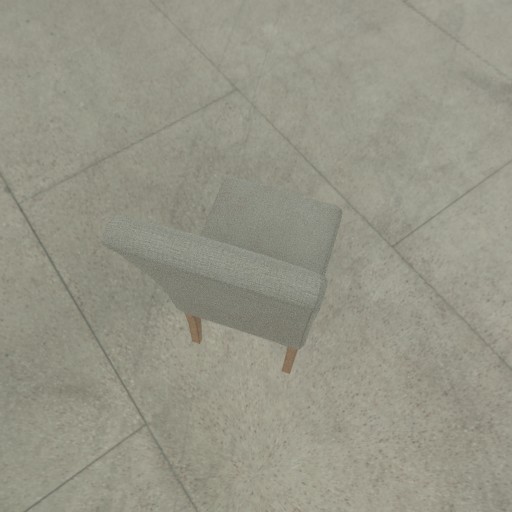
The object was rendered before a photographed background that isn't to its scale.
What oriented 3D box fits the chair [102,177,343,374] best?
[{"bbox_3d":[0.000,0.000,1.381,0.450,1.033,0.611,17,65,8],"label":"chair"}]
